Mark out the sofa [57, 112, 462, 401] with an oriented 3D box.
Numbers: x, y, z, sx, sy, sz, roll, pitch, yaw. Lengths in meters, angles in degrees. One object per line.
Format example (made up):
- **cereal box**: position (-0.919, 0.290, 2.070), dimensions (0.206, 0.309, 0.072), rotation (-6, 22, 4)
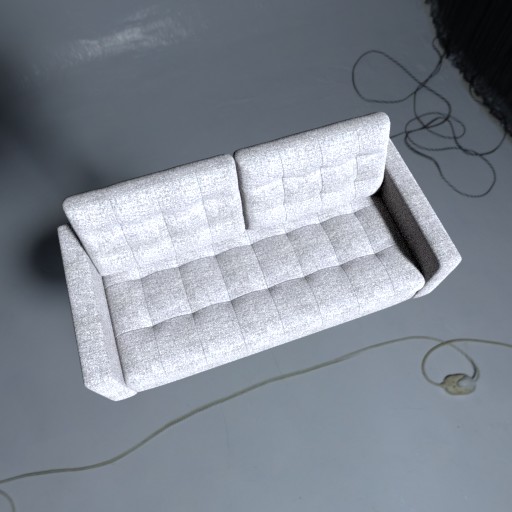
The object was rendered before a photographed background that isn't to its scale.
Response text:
- **sofa**: position (0.000, 0.000, 2.296), dimensions (1.821, 0.902, 0.863), rotation (-17, 66, -8)
